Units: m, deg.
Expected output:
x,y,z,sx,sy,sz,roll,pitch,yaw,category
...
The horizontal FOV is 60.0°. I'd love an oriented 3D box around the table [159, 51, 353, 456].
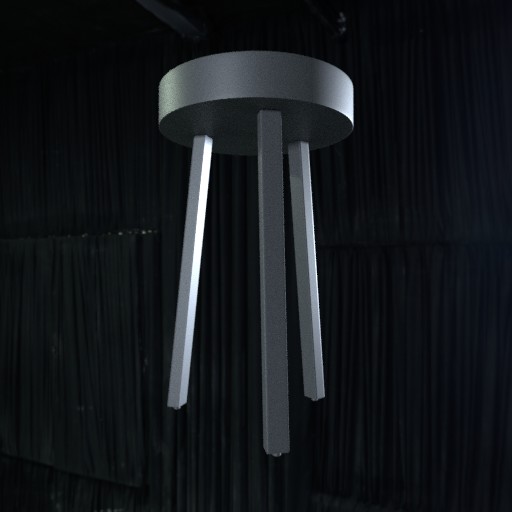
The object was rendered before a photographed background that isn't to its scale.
x,y,z,sx,sy,sz,roll,pitch,yaw,category
0.000,0.000,0.945,0.406,0.686,0.406,0,-1,20,table
